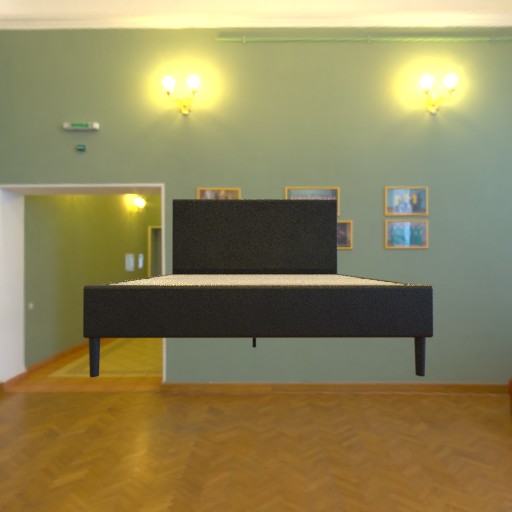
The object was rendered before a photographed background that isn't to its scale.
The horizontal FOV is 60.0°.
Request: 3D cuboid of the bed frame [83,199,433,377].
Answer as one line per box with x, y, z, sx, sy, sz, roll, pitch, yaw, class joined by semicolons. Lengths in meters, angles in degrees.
0.000;0.000;2.930;1.469;1.046;2.152;0;-1;-1;bed frame
